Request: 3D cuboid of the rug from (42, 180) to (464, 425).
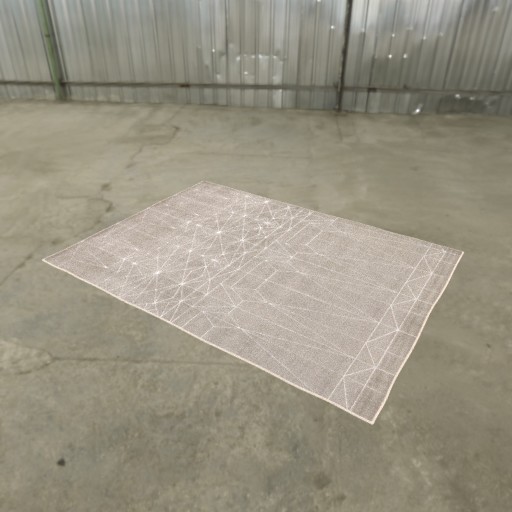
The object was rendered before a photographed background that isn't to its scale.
[{"bbox_3d":[0.000,0.000,4.346,3.357,0.019,2.449,19,37,28],"label":"rug"}]
